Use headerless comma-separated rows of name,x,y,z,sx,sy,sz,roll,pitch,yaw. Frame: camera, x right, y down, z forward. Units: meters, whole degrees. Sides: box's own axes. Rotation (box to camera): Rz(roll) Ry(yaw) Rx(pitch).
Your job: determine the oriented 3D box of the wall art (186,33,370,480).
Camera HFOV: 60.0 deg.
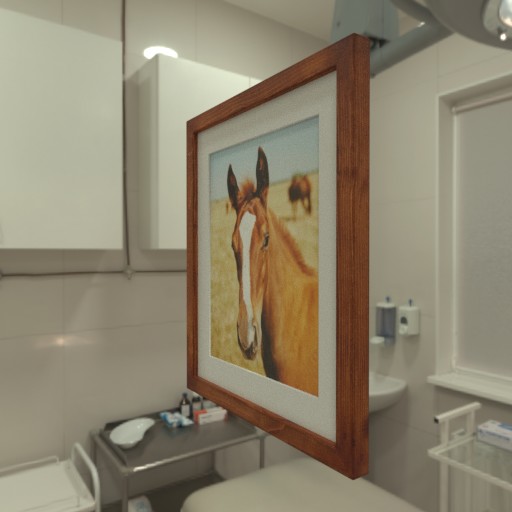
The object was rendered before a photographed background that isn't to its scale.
wall art,0.000,0.000,0.748,0.030,0.558,0.462,0,1,-35
